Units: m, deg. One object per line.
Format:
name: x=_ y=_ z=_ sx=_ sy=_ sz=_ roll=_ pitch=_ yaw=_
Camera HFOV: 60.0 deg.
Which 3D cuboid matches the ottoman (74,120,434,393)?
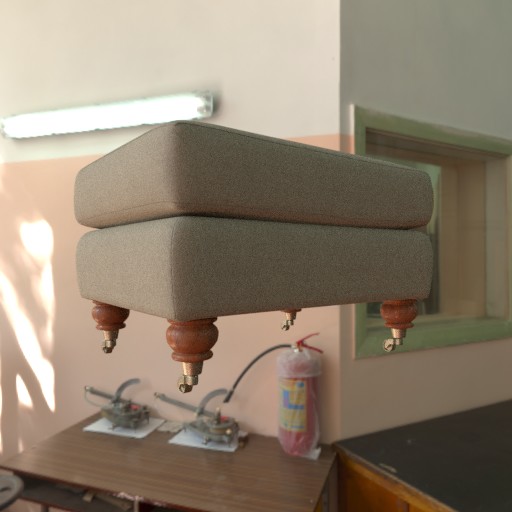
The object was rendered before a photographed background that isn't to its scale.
ottoman: x=0.000 y=0.000 z=1.133 sx=0.773 sy=0.504 sz=0.569 roll=0 pitch=0 yaw=-37
